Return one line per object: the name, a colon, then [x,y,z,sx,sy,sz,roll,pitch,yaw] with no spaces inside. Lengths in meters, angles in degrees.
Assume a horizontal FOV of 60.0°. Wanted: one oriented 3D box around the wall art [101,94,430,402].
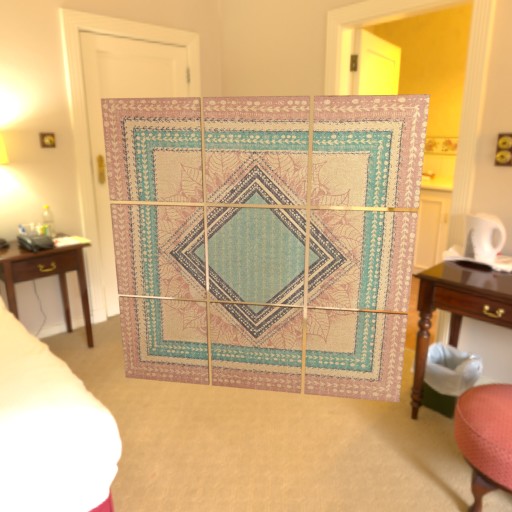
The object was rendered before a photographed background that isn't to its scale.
wall art: [0.000,0.000,1.788,1.215,1.213,0.013,3,16,9]
